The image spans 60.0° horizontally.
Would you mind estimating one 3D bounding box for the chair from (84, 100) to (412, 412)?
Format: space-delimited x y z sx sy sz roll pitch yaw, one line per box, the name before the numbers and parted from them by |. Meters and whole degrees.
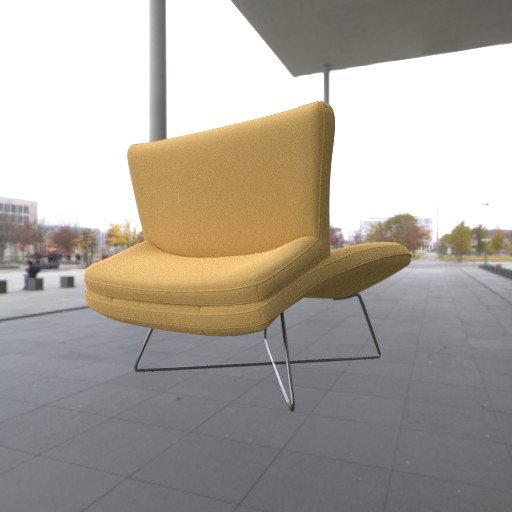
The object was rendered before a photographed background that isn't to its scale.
chair | 0.000 0.000 1.642 0.859 0.855 1.008 0 1 37
